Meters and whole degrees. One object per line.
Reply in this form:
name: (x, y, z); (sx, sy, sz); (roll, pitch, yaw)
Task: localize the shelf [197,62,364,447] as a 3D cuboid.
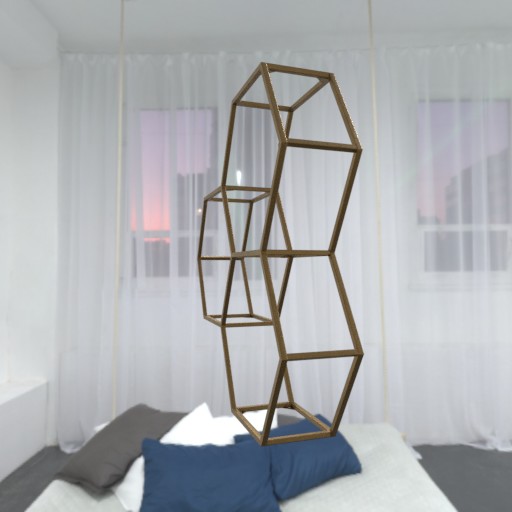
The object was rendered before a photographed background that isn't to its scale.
shelf: (0.000, 0.000, 1.070); (0.150, 0.701, 0.708); (1, -2, -19)
